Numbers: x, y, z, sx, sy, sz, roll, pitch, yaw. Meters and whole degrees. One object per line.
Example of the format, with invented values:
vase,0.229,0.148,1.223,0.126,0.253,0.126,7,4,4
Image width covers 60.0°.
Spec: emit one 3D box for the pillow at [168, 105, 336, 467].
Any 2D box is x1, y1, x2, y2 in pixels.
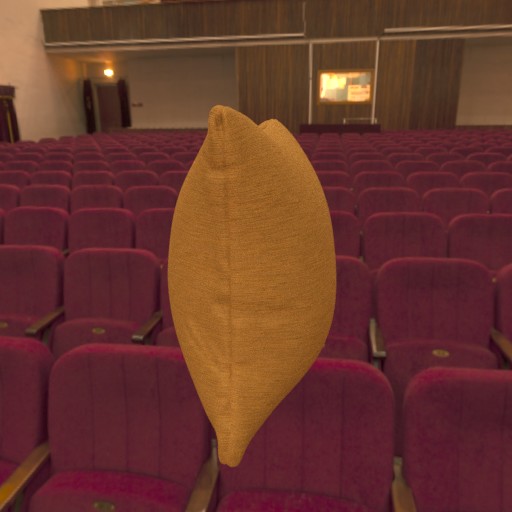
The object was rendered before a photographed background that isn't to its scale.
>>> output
pillow,0.000,0.000,0.682,0.247,0.417,0.435,3,16,9
